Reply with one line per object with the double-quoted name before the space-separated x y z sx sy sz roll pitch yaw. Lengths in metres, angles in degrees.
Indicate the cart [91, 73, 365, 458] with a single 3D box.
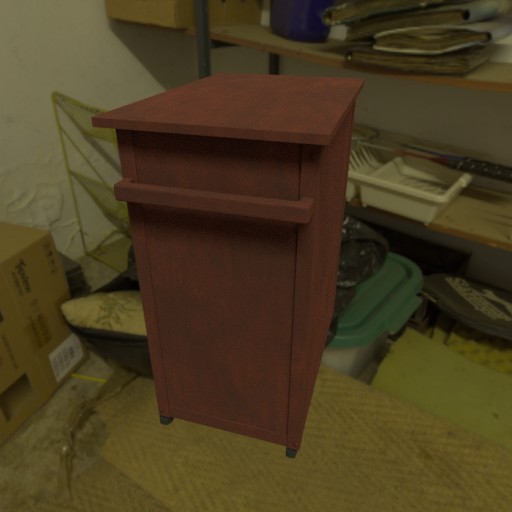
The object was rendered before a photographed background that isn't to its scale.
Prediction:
"cart" 0.000 0.000 1.244 0.442 0.864 0.683 8 30 15
